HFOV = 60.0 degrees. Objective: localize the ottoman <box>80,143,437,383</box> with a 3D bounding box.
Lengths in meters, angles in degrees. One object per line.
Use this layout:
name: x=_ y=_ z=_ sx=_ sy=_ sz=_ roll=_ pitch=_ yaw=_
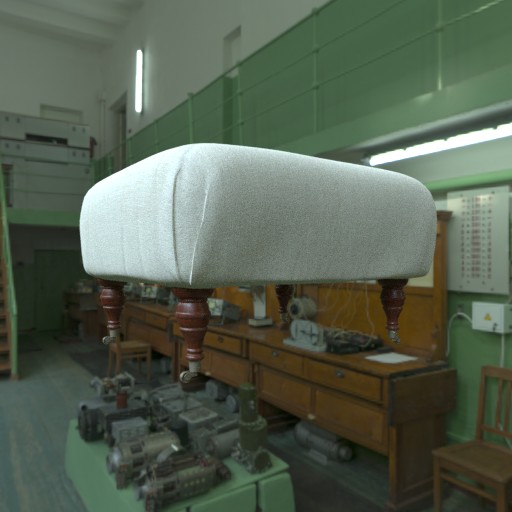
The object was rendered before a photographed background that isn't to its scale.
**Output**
ottoman: x=0.000 y=0.000 z=1.130 sx=0.747 sy=0.450 sz=0.622 roll=0 pitch=0 yaw=-36
